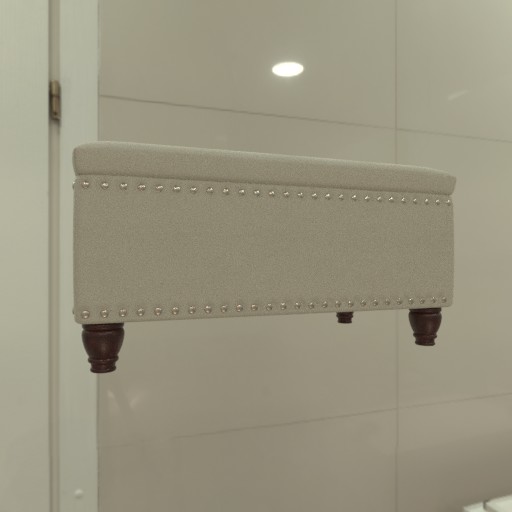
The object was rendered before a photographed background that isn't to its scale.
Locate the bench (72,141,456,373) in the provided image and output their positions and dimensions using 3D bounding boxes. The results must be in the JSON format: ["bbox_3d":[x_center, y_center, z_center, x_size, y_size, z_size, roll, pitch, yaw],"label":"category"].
[{"bbox_3d":[0.000,0.000,1.183,0.887,0.449,0.500,0,0,-19],"label":"bench"}]
